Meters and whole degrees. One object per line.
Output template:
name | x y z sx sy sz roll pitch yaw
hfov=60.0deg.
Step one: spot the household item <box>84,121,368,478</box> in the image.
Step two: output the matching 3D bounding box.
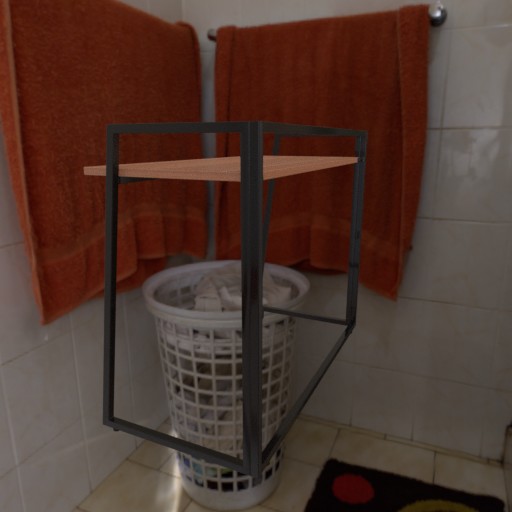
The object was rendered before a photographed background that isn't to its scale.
household item | 0.000 0.000 1.557 0.510 0.860 1.050 7 16 24
